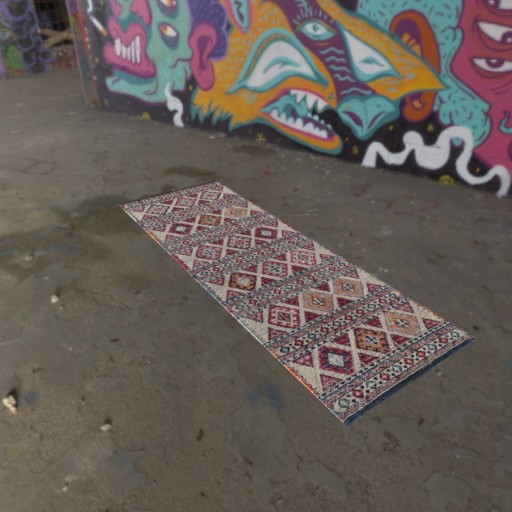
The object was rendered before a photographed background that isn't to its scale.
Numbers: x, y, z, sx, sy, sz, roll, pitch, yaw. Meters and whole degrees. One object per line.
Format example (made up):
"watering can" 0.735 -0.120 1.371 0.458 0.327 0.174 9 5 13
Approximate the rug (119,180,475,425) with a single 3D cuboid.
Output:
"rug" 0.000 0.000 2.662 0.832 0.008 2.362 -20 37 -29
